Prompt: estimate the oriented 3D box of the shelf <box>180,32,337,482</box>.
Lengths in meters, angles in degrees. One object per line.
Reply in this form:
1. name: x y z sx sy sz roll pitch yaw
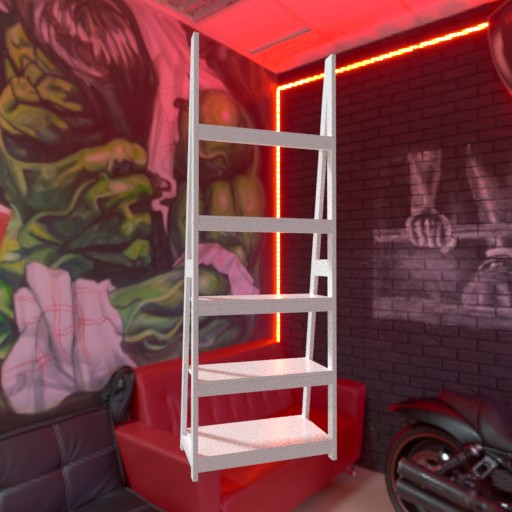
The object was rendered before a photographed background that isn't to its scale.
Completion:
1. shelf: 0.000 0.000 2.011 0.636 1.779 0.341 0 -1 -18
